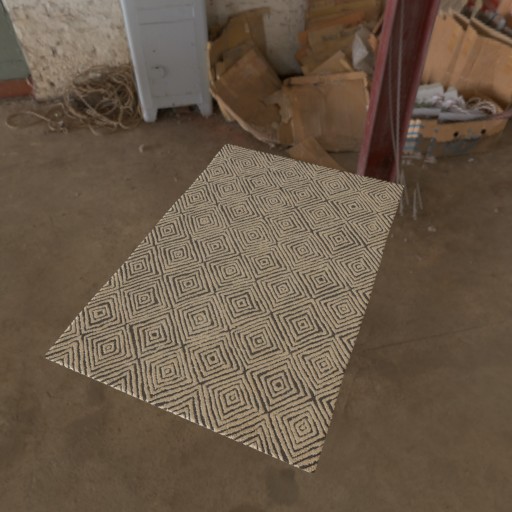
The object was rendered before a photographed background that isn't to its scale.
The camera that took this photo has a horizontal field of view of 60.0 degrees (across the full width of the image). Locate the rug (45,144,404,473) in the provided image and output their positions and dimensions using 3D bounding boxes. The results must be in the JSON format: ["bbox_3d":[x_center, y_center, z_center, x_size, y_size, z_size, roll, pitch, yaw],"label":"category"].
[{"bbox_3d":[0.000,0.000,2.232,1.177,0.004,1.750,17,49,16],"label":"rug"}]
